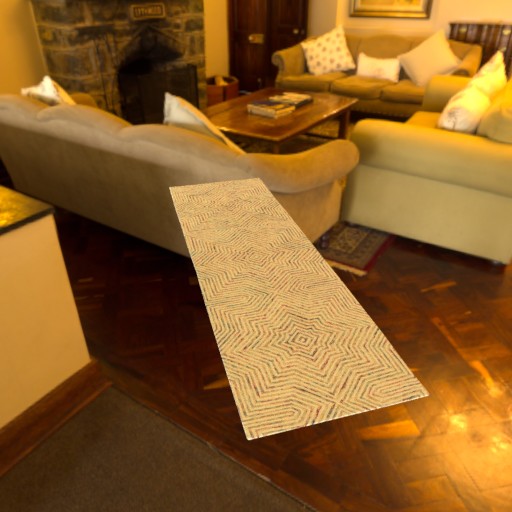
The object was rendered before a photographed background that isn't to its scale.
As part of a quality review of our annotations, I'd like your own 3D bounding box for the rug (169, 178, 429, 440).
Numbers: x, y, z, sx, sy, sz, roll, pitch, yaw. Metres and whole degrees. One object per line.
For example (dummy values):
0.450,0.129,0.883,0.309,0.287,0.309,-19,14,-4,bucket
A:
0.000,0.000,2.695,0.771,0.009,2.443,-9,33,-14,rug
